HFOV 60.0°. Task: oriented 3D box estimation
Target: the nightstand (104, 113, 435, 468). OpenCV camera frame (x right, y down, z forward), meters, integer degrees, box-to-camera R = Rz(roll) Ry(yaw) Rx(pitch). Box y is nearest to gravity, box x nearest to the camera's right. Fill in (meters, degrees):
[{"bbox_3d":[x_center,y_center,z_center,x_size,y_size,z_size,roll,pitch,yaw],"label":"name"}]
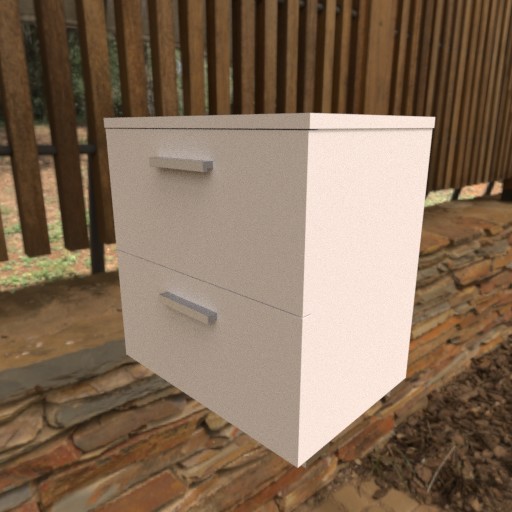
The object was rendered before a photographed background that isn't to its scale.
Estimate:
[{"bbox_3d":[0.000,0.000,0.772,0.441,0.460,0.325,15,22,42],"label":"nightstand"}]
